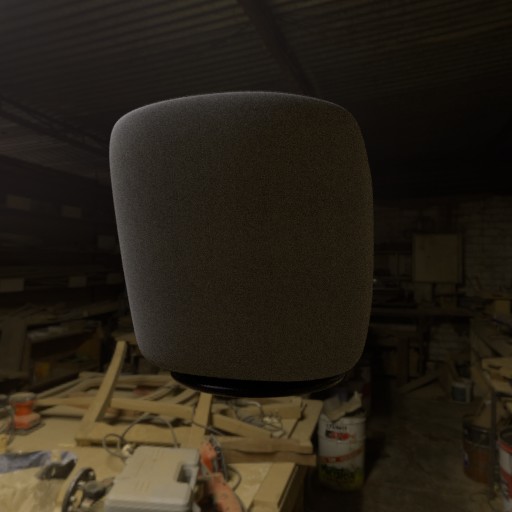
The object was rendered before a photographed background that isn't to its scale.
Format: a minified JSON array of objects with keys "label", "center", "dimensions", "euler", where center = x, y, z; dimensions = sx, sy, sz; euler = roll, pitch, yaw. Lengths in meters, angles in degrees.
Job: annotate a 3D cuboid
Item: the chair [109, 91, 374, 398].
[{"label":"chair","center":[0.000,0.000,1.627],"dimensions":[0.822,0.861,0.986],"euler":[0,0,18]}]
